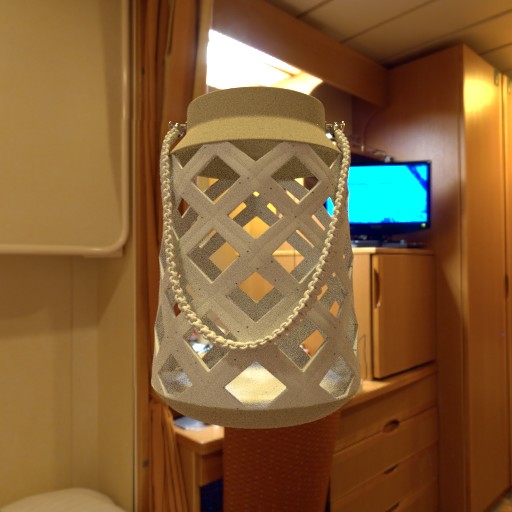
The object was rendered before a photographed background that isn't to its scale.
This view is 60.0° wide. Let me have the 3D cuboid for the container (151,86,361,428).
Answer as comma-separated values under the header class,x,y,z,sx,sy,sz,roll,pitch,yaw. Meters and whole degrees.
class,x,y,z,sx,sy,sz,roll,pitch,yaw
container,0.000,0.000,0.401,0.188,0.264,0.198,0,-1,0
